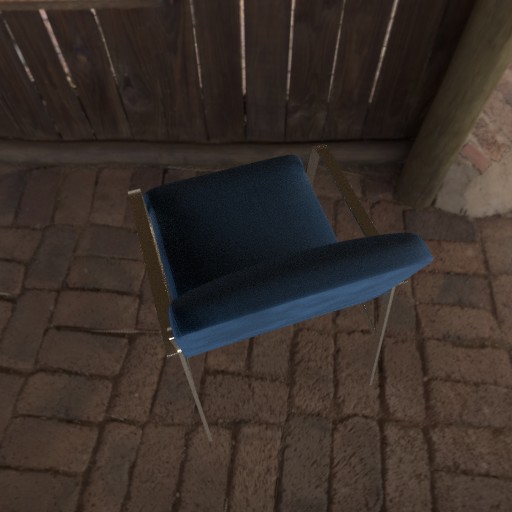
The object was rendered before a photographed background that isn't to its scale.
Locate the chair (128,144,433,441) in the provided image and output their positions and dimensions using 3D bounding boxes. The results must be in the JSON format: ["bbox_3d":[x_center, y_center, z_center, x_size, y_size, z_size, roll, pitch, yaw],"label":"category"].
[{"bbox_3d":[0.000,0.000,1.483,0.692,0.831,0.859,-16,58,-10],"label":"chair"}]
